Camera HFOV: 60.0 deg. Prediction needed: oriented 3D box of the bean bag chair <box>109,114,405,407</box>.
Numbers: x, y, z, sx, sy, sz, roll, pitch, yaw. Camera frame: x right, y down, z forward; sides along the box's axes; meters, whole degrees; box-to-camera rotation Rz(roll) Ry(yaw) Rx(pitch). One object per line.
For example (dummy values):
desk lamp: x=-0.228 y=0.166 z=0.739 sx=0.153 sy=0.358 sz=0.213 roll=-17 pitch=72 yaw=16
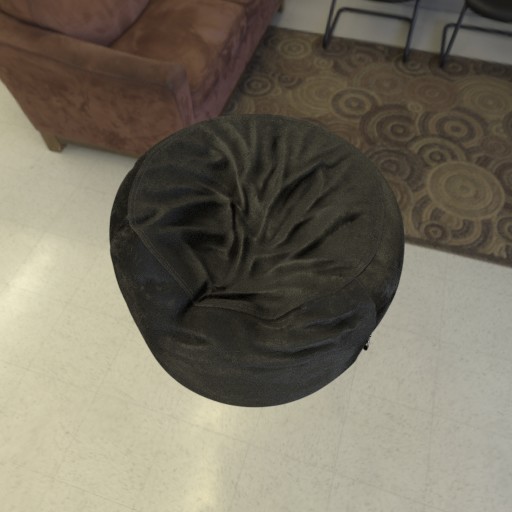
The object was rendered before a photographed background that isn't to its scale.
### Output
bean bag chair: x=0.000 y=0.000 z=1.507 sx=0.918 sy=0.605 sz=0.918 roll=0 pitch=57 yaw=0
